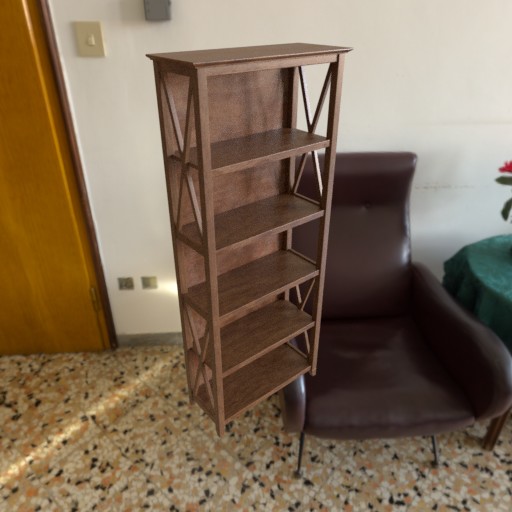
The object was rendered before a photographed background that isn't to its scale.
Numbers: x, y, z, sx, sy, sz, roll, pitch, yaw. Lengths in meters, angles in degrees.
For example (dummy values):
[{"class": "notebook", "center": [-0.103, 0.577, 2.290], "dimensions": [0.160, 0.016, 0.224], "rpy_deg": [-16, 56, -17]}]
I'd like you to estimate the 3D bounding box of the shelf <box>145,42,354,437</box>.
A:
[{"class": "shelf", "center": [0.000, 0.000, 2.258], "dimensions": [0.805, 1.905, 0.335], "rpy_deg": [-22, 37, -33]}]
